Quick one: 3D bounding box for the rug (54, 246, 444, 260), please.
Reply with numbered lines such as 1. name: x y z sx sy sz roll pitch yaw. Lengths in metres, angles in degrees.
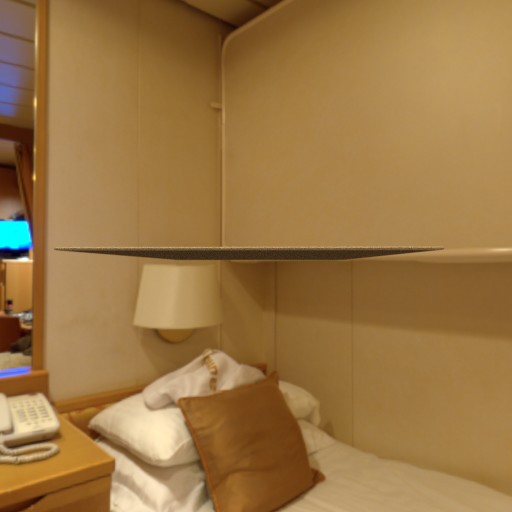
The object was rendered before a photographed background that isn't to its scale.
1. rug: 0.000 0.000 2.287 1.219 0.010 1.829 0 -1 2
